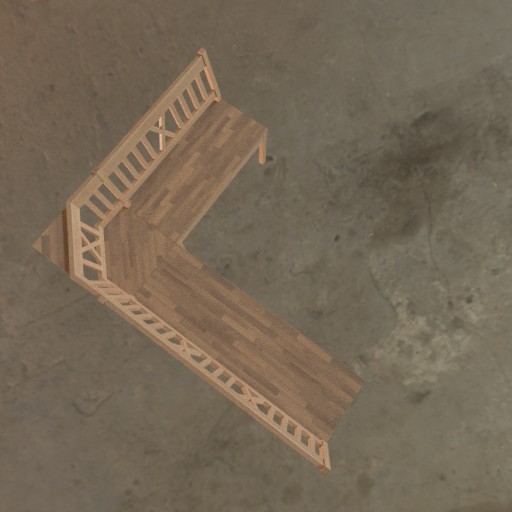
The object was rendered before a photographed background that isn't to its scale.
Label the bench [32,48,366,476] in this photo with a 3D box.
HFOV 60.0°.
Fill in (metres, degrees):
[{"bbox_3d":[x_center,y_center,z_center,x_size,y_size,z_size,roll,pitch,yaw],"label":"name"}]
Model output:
[{"bbox_3d":[0.000,0.000,2.819,1.937,0.902,1.537,35,78,9],"label":"bench"}]
